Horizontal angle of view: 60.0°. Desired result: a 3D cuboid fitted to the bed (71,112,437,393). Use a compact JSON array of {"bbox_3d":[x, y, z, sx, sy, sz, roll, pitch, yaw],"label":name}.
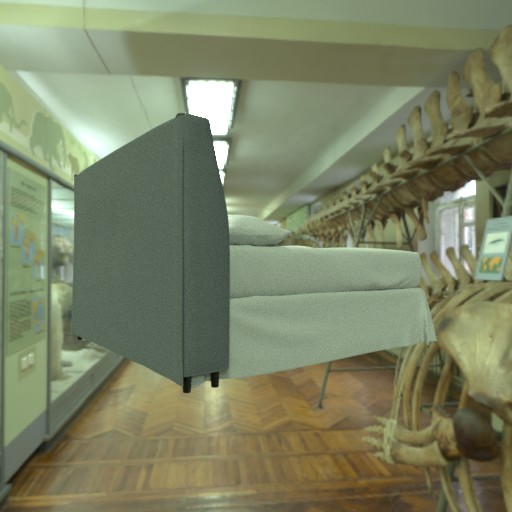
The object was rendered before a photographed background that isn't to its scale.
[{"bbox_3d":[0.000,0.000,3.462,2.276,1.332,1.925,1,-1,-37],"label":"bed"}]
